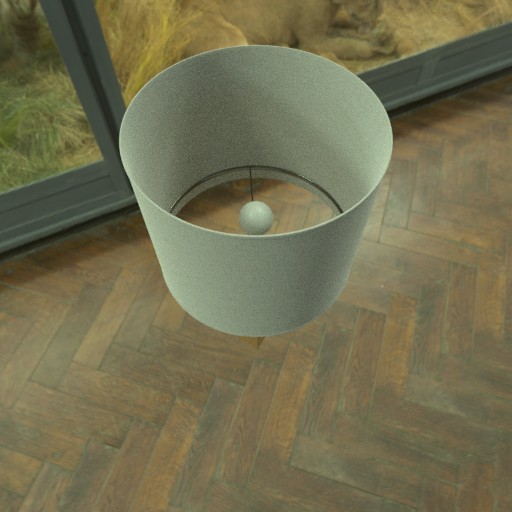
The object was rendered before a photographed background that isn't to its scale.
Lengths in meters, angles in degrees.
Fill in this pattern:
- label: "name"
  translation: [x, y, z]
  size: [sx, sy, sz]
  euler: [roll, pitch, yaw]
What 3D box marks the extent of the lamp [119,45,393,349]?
- label: "lamp"
  translation: [0.000, 0.000, 0.552]
  size: [0.229, 0.417, 0.229]
  euler: [29, 62, 17]
